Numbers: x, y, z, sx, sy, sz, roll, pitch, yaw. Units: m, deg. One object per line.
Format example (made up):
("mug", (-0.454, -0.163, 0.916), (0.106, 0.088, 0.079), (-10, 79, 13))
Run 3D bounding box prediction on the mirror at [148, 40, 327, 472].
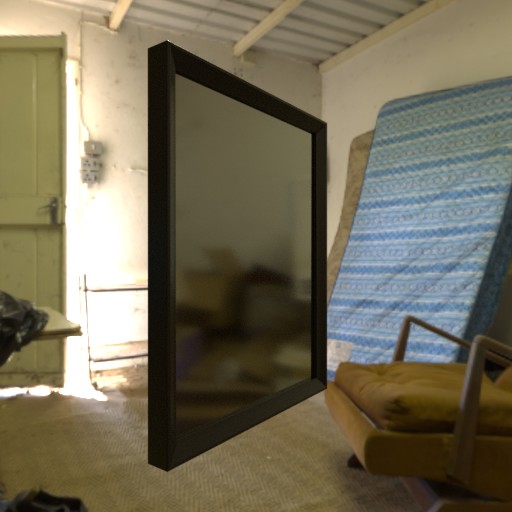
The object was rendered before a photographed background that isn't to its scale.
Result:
("mirror", (0.000, 0.000, 0.696), (0.041, 0.509, 0.406), (0, 0, 36))
